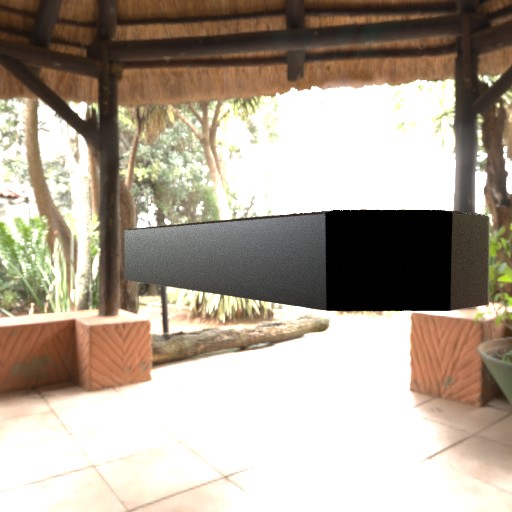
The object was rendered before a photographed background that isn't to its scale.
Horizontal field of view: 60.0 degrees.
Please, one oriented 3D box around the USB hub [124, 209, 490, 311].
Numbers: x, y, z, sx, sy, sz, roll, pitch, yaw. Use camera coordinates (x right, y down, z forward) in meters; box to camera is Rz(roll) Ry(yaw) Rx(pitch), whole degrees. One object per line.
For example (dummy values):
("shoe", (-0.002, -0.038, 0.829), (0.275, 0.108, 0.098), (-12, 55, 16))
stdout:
("USB hub", (0.000, 0.000, 0.157), (0.044, 0.023, 0.145), (-1, 1, -37))
